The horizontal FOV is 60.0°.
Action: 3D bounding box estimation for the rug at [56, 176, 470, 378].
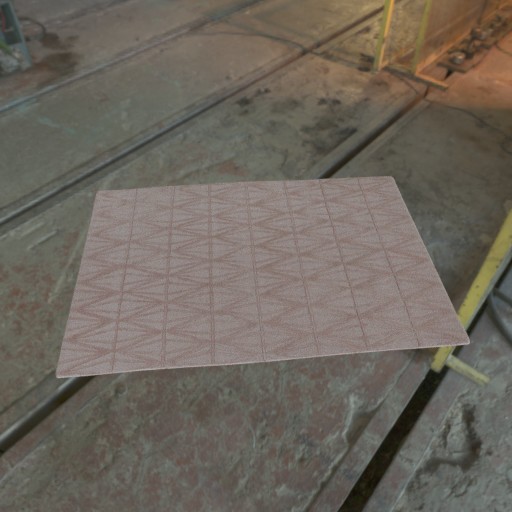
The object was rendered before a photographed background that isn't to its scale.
[{"bbox_3d":[0.000,0.000,2.345,1.837,0.025,1.230,-4,48,-3],"label":"rug"}]
